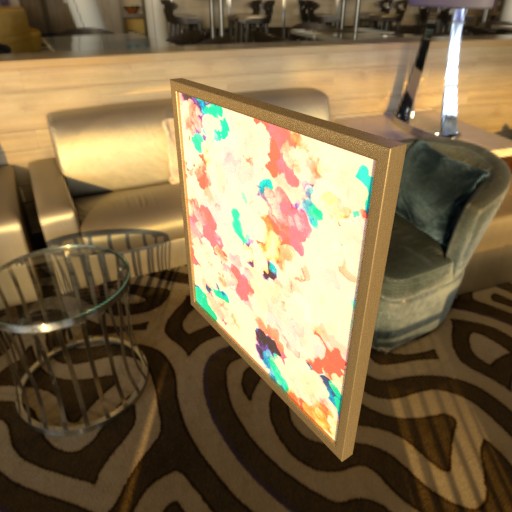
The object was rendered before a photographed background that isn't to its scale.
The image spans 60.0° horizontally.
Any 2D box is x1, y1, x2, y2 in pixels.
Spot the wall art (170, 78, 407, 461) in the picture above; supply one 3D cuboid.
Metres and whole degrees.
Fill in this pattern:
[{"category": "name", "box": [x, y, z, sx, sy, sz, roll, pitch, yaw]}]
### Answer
[{"category": "wall art", "box": [0.000, 0.000, 1.147, 0.036, 0.765, 0.767, -20, 36, -30]}]
